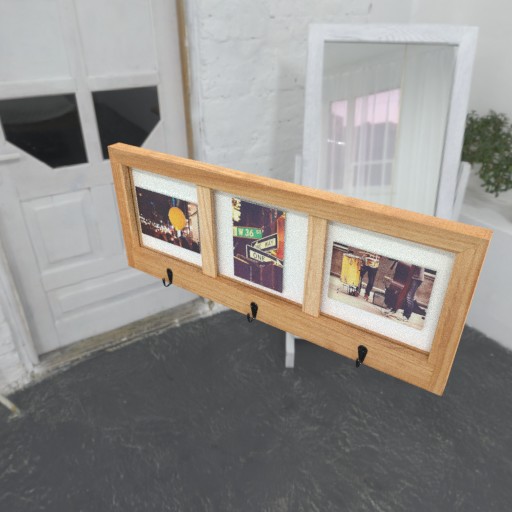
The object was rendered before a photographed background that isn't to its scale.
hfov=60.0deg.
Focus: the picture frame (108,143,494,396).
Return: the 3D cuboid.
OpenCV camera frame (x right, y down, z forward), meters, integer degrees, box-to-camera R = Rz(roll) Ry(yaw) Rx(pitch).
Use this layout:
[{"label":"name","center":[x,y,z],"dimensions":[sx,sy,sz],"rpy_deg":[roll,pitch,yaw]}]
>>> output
[{"label":"picture frame","center":[0.000,0.000,0.658],"dimensions":[0.582,0.234,0.045],"rpy_deg":[19,36,28]}]
